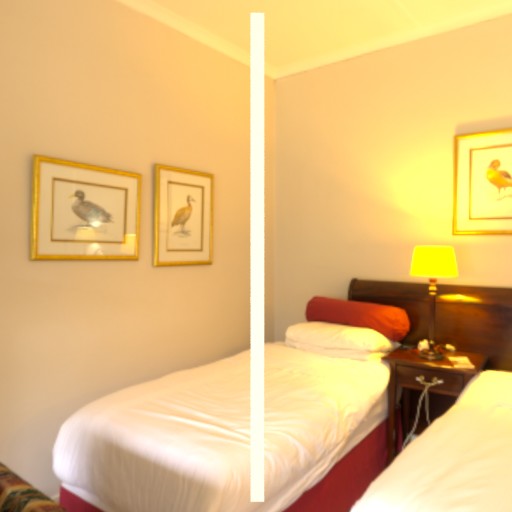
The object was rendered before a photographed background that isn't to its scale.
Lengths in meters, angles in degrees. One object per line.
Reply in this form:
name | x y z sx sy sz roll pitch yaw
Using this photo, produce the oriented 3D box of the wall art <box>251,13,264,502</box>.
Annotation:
wall art | 0.000 0.000 0.604 0.013 0.456 0.382 0 1 0
